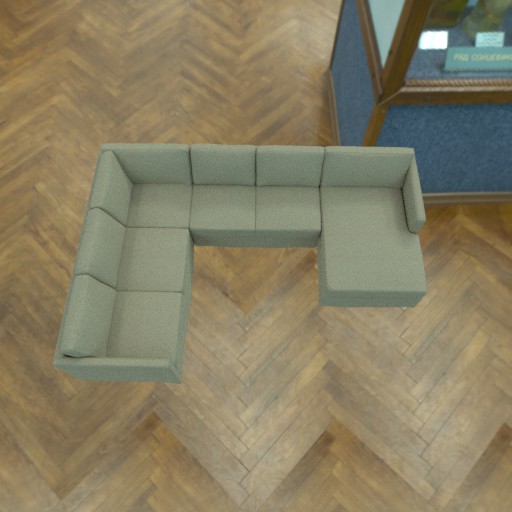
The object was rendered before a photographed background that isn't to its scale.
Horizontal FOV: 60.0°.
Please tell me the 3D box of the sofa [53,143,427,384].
[{"bbox_3d":[0.000,0.000,4.533,3.460,0.882,2.427,1,64,0],"label":"sofa"}]
